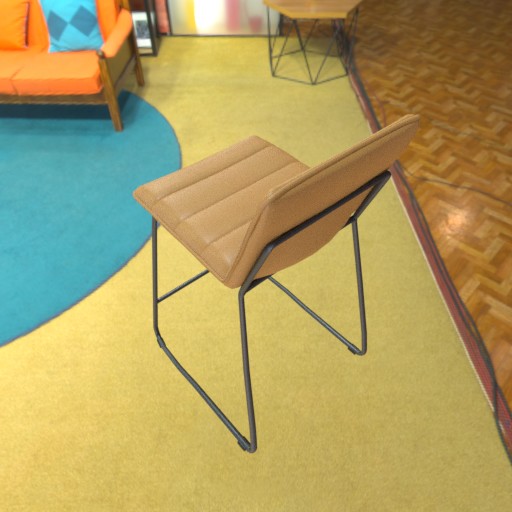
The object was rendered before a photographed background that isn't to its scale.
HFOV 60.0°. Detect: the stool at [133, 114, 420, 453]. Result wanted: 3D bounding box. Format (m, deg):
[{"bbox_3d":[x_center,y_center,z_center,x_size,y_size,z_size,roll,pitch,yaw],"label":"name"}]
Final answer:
[{"bbox_3d":[0.000,0.000,1.148,0.489,0.866,0.524,-32,54,-27],"label":"stool"}]
